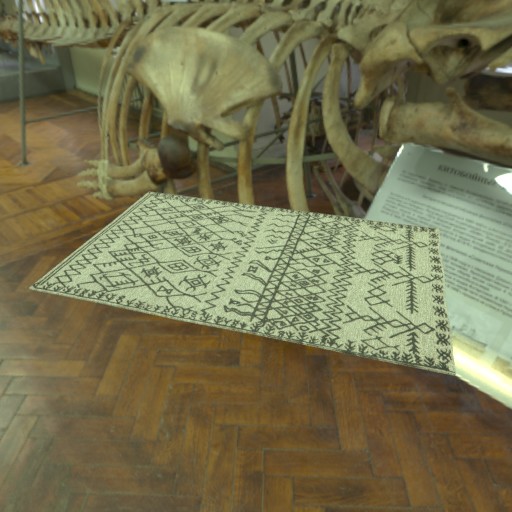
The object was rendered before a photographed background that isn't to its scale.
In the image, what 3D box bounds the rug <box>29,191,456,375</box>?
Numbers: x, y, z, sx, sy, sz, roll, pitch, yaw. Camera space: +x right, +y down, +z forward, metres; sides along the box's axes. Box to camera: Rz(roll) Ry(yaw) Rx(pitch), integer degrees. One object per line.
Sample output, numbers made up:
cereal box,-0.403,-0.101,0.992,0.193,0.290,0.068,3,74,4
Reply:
rug,0.000,0.000,4.742,3.824,0.019,2.393,9,33,14
